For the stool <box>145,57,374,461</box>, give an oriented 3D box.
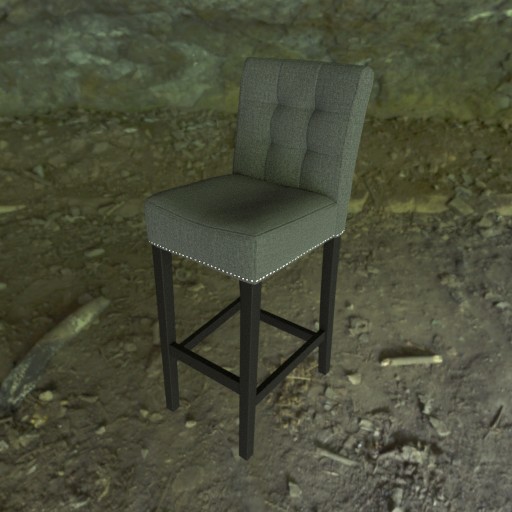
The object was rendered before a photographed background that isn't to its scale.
[{"bbox_3d":[0.000,0.000,1.338,0.411,1.047,0.548,20,35,31],"label":"stool"}]
